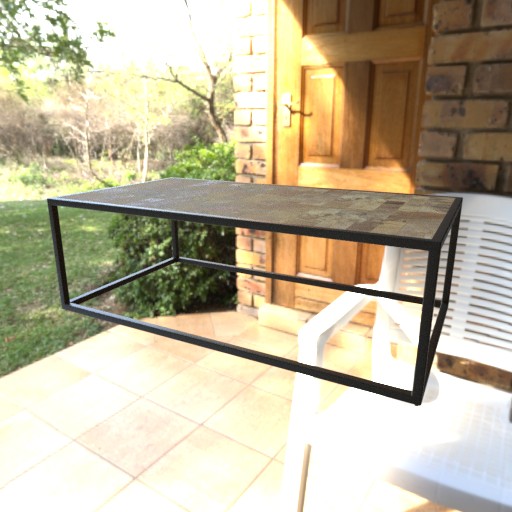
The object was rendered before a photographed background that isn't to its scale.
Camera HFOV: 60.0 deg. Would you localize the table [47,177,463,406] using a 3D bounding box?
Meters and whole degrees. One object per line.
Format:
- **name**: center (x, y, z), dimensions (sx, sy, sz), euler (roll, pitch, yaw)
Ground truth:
- **table**: center (0.000, 0.000, 1.508), dimensions (1.199, 0.398, 0.649), euler (9, 19, 26)
